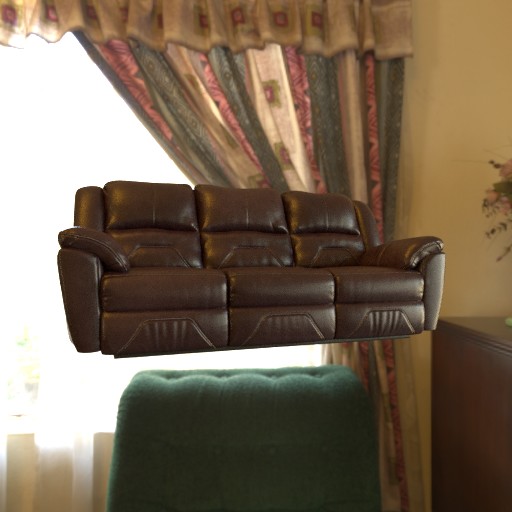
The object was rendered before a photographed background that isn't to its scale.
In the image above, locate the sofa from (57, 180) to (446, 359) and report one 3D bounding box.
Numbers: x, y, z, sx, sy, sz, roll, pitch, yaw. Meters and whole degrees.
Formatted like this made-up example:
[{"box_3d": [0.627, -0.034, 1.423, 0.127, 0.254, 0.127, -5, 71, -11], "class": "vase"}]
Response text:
[{"box_3d": [0.000, 0.000, 2.906, 2.337, 1.043, 0.991, 0, -1, -20], "class": "sofa"}]
